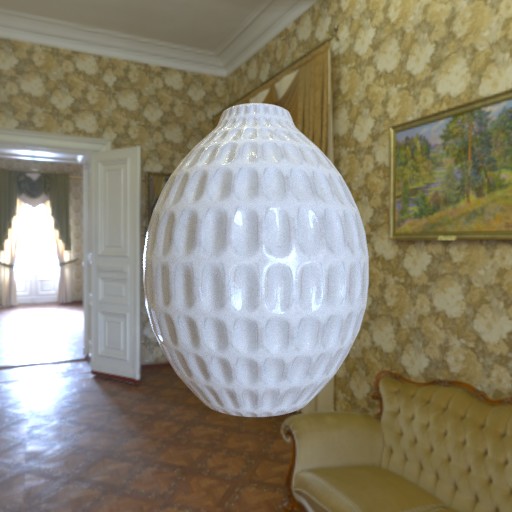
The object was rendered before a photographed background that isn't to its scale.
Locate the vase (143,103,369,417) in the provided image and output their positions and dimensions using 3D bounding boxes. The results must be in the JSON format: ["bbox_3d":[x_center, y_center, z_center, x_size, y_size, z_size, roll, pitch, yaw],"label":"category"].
[{"bbox_3d":[0.000,0.000,0.259,0.128,0.167,0.128,0,1,0],"label":"vase"}]
